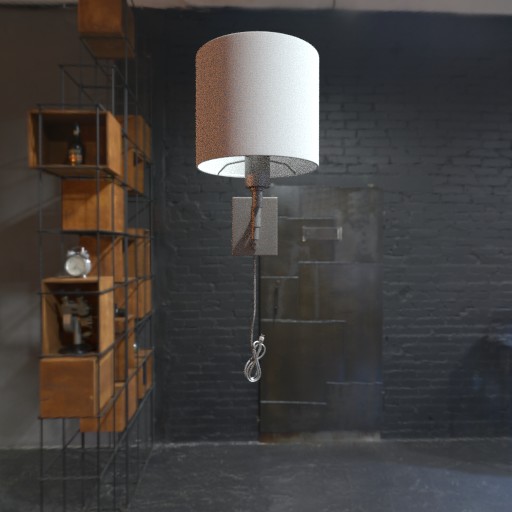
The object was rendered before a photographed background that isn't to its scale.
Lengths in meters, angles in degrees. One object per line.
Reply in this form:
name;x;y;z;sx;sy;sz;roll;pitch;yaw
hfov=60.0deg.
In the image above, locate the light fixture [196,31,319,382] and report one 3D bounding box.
light fixture;0.000;0.000;0.899;0.203;0.651;0.516;0;1;-1
